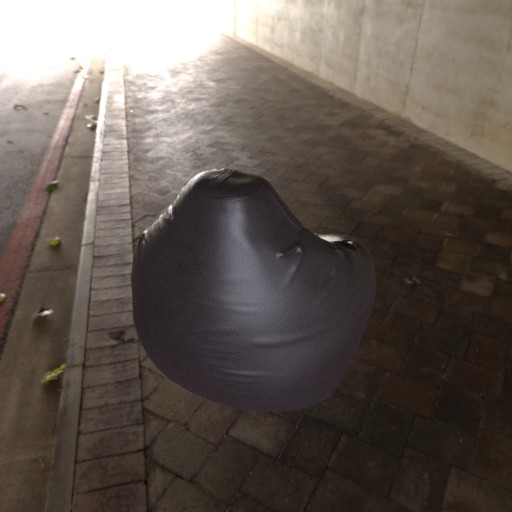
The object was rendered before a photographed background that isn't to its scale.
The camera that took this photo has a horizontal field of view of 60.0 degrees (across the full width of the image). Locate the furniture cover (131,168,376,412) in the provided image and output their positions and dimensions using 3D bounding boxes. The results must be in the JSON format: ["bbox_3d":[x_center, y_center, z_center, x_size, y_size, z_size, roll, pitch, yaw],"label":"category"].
[{"bbox_3d":[0.000,0.000,1.969,1.070,0.990,1.070,10,33,15],"label":"furniture cover"}]
